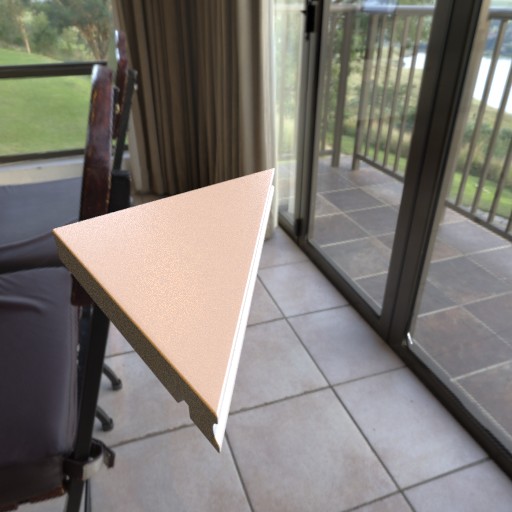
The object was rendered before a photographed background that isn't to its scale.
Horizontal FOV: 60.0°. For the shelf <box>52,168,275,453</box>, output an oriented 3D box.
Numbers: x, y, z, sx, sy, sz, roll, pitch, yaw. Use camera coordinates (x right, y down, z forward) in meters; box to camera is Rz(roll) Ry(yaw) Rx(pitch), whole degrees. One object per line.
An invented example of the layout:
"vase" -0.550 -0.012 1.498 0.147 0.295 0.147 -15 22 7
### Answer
"shelf" 0.000 0.000 0.438 0.296 0.035 0.296 -22 37 -32
